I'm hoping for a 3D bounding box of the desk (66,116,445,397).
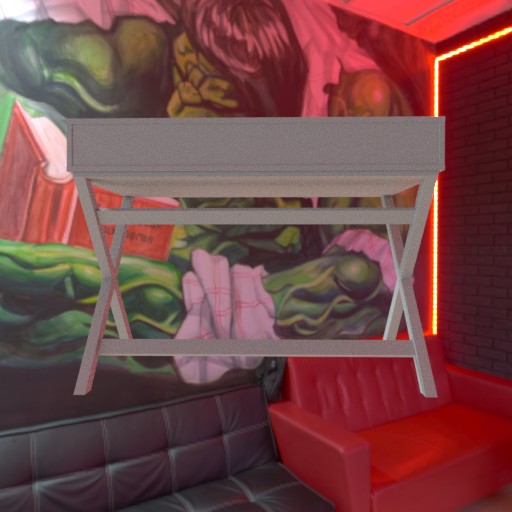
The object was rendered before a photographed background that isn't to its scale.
[{"bbox_3d":[0.000,0.000,1.503,1.057,0.780,0.525,0,1,1],"label":"desk"}]
